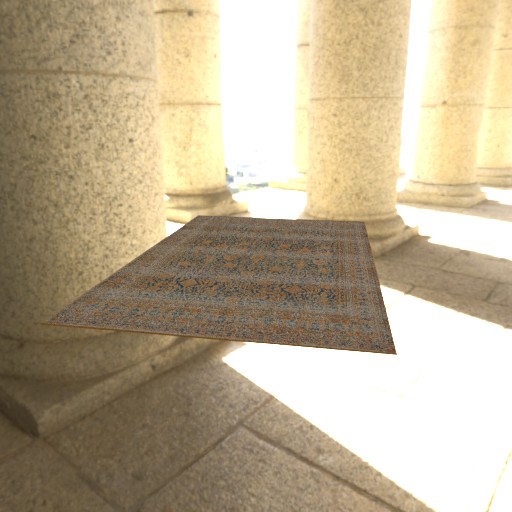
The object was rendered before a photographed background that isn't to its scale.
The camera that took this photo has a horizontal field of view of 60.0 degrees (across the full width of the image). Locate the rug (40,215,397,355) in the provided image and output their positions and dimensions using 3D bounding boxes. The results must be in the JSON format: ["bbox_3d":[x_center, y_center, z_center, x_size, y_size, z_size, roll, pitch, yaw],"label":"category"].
[{"bbox_3d":[0.000,0.000,2.933,1.525,0.007,2.336,3,17,10],"label":"rug"}]
